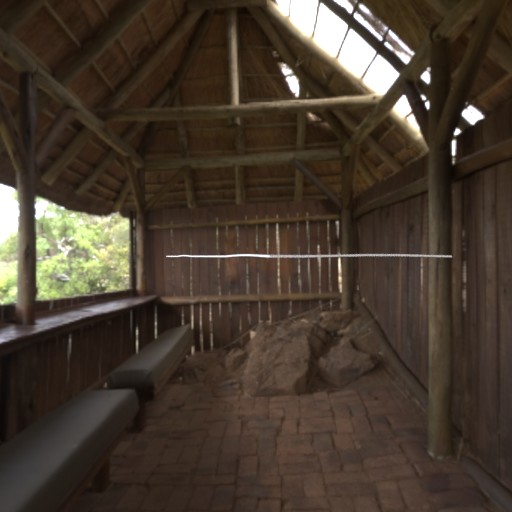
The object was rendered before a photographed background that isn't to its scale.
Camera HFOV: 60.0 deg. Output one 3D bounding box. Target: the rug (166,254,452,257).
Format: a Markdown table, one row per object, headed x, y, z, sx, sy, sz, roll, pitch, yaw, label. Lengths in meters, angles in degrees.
| x | y | z | sx | sy | sz | roll | pitch | yaw | label |
| --- | --- | --- | --- | --- | --- | --- | --- | --- | --- |
| 0.000 | 0.000 | 2.747 | 0.762 | 0.013 | 2.439 | 0 | 0 | -19 | rug |
